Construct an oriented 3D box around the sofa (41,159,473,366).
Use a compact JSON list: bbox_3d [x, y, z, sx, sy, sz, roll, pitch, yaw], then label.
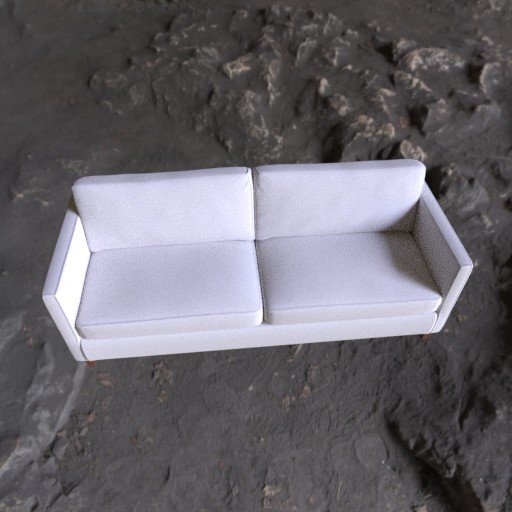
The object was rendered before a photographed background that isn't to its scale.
[{"bbox_3d":[0.000,0.000,2.865,2.361,0.962,0.951,-4,46,-4],"label":"sofa"}]
